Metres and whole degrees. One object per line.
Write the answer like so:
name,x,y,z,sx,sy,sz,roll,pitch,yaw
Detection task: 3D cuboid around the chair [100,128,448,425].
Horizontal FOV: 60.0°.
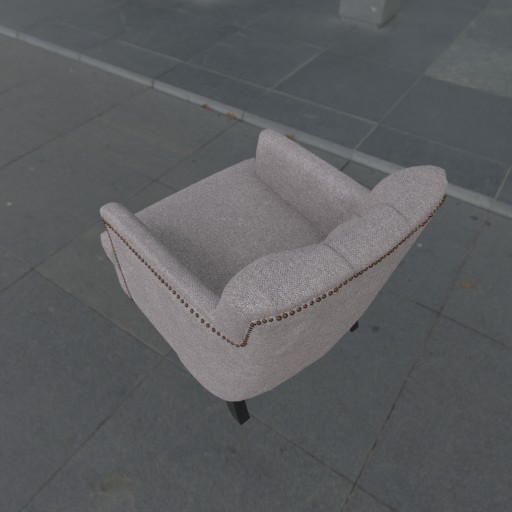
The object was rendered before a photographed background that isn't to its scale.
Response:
chair,0.000,0.000,1.506,0.737,0.823,0.902,-32,55,-26
